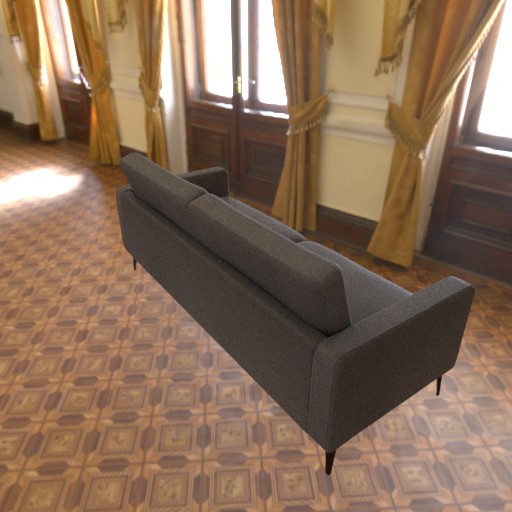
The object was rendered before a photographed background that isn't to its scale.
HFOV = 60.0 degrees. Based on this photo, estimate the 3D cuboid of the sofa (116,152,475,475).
[{"bbox_3d":[0.000,0.000,2.300,0.774,0.828,1.925,-19,34,-31],"label":"sofa"}]
